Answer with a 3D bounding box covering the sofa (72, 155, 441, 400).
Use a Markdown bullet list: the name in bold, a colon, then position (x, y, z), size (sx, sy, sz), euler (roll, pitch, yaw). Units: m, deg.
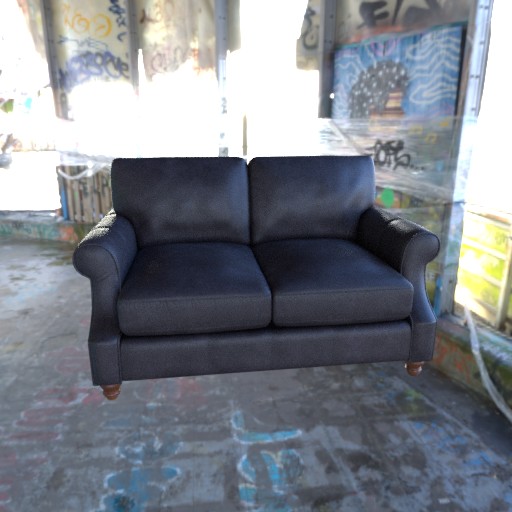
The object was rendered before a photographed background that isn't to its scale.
- **sofa**: position (0.000, 0.000, 2.324), size (1.663, 0.979, 1.030), euler (-2, 16, -8)
